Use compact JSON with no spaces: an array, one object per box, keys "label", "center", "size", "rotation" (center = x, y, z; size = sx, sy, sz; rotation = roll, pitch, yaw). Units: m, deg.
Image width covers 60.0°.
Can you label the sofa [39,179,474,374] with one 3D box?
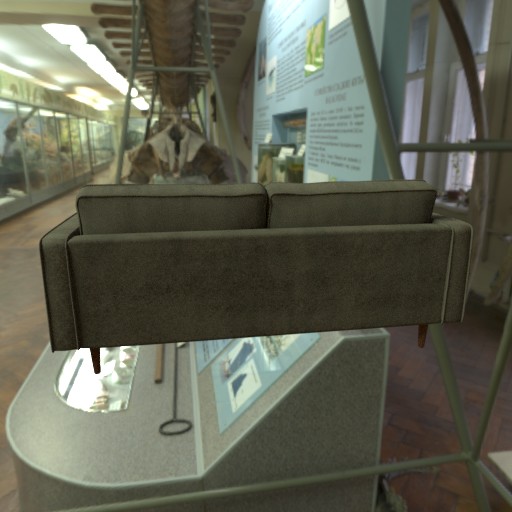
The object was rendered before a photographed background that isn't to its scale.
[{"label":"sofa","center":[0.000,0.000,2.359],"size":[1.920,0.825,0.924],"rotation":[-2,15,-9]}]
